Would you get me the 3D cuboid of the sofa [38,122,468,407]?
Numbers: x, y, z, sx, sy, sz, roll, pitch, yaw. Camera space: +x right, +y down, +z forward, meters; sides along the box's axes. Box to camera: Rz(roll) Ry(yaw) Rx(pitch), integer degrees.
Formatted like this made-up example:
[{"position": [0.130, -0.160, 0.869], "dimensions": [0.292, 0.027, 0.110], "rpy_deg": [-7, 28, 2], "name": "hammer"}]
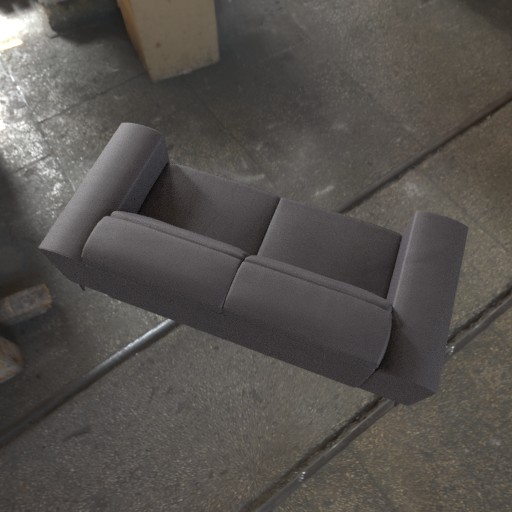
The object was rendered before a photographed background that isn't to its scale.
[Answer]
[{"position": [0.000, 0.000, 2.797], "dimensions": [2.330, 0.814, 1.048], "rpy_deg": [19, 65, 9], "name": "sofa"}]
